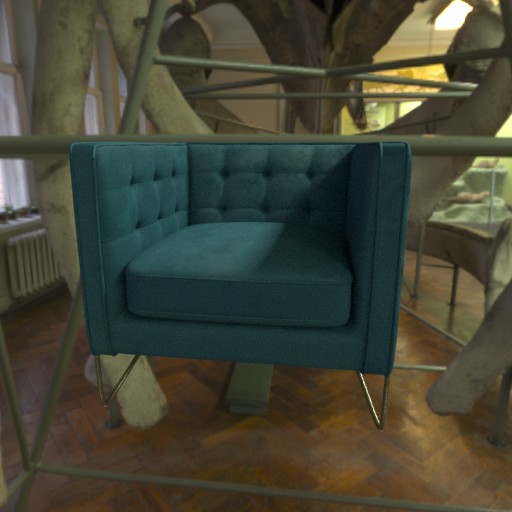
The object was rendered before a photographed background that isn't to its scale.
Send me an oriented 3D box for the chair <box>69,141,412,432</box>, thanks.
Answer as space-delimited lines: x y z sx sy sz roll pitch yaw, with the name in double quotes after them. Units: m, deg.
0.000 0.000 1.576 0.880 0.790 0.894 2 14 8 "chair"
